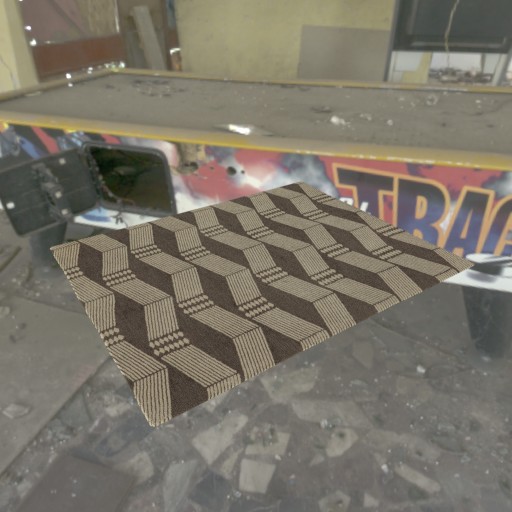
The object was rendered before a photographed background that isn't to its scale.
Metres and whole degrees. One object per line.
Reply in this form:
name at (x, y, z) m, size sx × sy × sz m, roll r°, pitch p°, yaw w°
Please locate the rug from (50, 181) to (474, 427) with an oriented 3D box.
rug at (0.000, 0.000, 4.046) m, size 3.048 × 0.016 × 2.438 m, roll -19°, pitch 36°, yaw -29°
